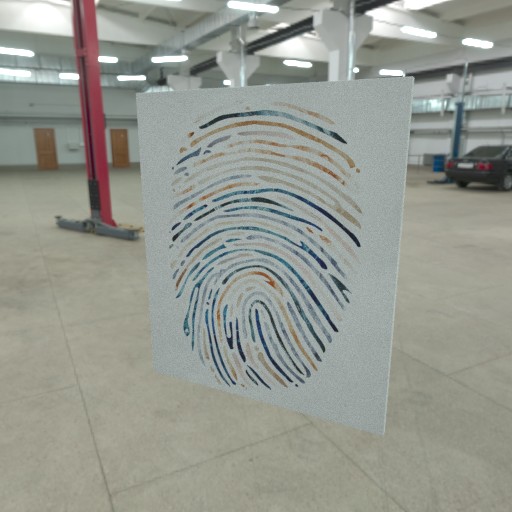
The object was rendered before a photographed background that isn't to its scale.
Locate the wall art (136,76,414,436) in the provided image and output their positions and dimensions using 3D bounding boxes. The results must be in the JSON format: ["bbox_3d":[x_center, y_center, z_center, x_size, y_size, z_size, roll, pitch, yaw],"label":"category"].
[{"bbox_3d":[0.000,0.000,0.987,0.609,0.710,0.021,7,16,26],"label":"wall art"}]
